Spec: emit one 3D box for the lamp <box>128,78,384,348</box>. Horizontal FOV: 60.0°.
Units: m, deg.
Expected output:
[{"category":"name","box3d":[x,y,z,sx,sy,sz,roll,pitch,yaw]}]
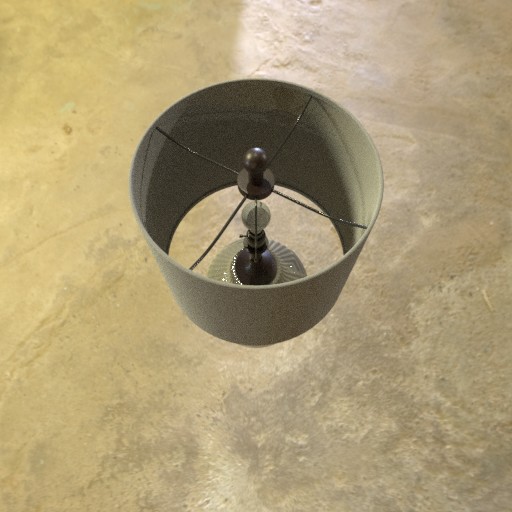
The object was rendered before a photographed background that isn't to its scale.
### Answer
[{"category":"lamp","box3d":[0.000,0.000,0.778,0.318,0.567,0.318,0,65,0]}]
